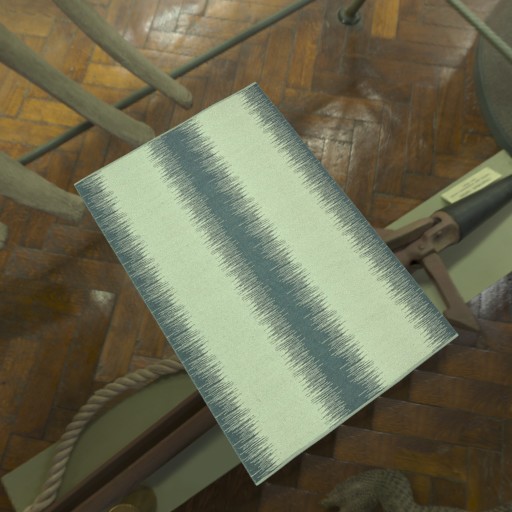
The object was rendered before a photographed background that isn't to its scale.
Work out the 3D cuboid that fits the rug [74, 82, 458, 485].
[{"bbox_3d":[0.000,0.000,2.368,1.234,0.006,1.854,-33,76,-10],"label":"rug"}]
